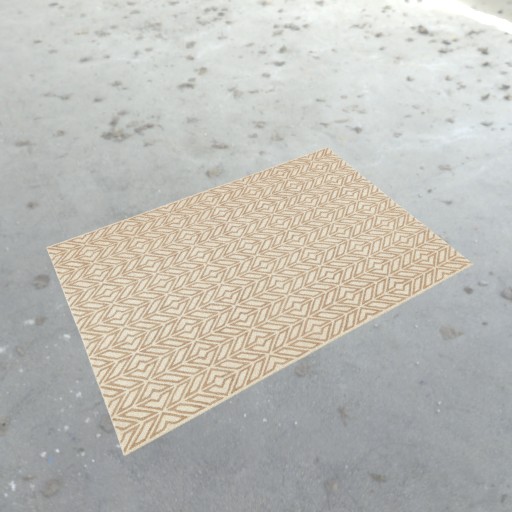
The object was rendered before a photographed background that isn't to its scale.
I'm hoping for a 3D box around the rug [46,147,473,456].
[{"bbox_3d":[0.000,0.000,2.277,1.828,0.007,1.220,-23,51,-20],"label":"rug"}]
